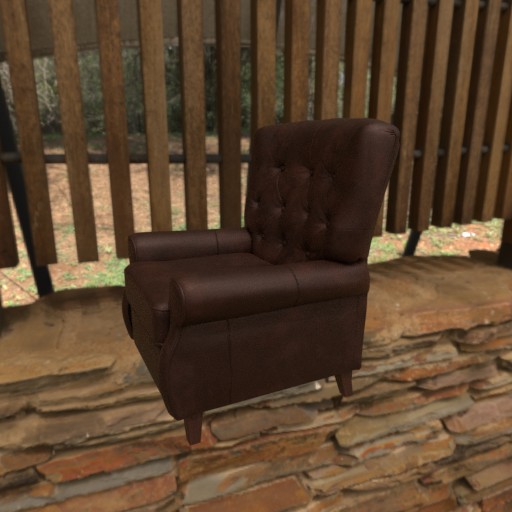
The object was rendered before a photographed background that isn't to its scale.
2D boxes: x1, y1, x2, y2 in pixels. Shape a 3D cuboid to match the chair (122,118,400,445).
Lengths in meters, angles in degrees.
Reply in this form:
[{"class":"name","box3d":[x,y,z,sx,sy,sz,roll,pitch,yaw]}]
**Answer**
[{"class":"chair","box3d":[0.000,0.000,1.928,1.058,1.158,0.948,-7,17,-25]}]
